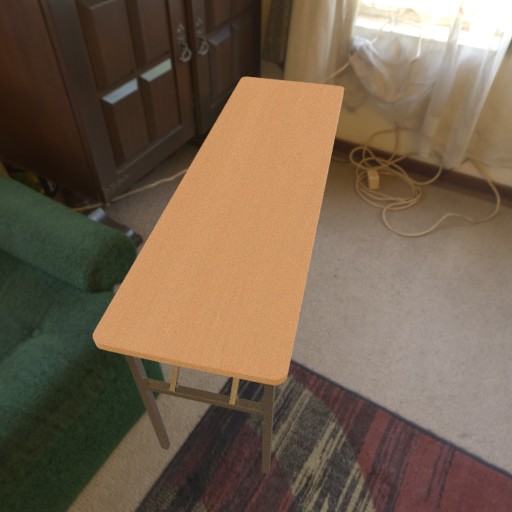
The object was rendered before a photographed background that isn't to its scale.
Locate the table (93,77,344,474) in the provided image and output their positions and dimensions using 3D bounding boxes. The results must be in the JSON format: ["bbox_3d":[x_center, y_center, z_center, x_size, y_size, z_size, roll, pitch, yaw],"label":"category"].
[{"bbox_3d":[0.000,0.000,1.694,0.446,0.750,1.397,9,47,9],"label":"table"}]
